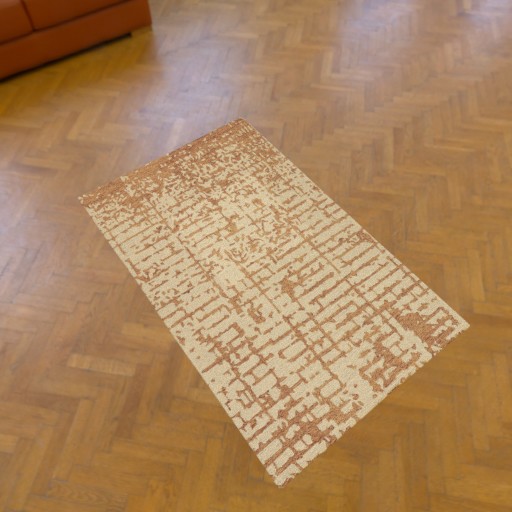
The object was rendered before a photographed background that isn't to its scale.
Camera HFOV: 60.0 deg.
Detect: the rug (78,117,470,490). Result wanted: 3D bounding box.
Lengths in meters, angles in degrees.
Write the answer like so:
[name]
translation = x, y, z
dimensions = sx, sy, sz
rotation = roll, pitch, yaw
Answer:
[rug]
translation = 0.000, 0.000, 3.042
dimensions = 1.517, 0.011, 2.435
rotation = -32, 63, -19
